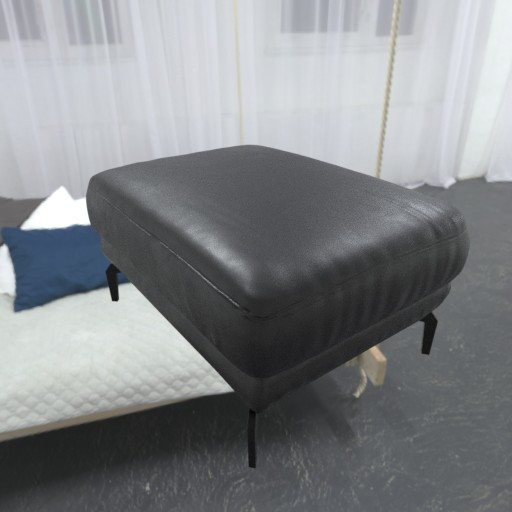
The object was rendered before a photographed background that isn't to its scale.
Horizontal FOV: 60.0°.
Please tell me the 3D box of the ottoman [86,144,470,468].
[{"bbox_3d":[0.000,0.000,1.060,0.570,0.402,0.764,-19,33,-32],"label":"ottoman"}]
